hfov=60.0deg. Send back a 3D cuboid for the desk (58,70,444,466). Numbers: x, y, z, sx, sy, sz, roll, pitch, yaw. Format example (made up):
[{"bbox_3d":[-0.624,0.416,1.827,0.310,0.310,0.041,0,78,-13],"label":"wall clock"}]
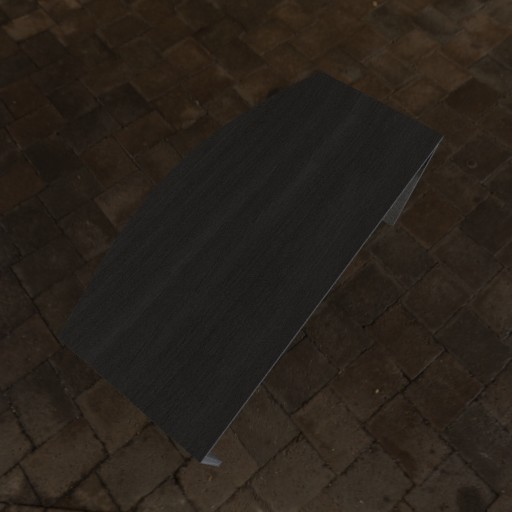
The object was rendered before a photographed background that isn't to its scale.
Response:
[{"bbox_3d":[0.000,0.000,2.057,0.802,0.750,1.600,35,69,16],"label":"desk"}]
